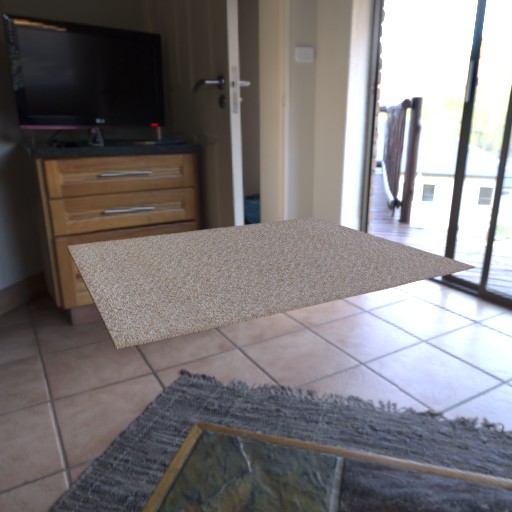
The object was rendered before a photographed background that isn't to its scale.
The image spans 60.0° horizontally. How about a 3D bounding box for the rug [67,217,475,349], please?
[{"bbox_3d":[0.000,0.000,4.135,3.048,0.013,2.439,-9,19,-27],"label":"rug"}]
